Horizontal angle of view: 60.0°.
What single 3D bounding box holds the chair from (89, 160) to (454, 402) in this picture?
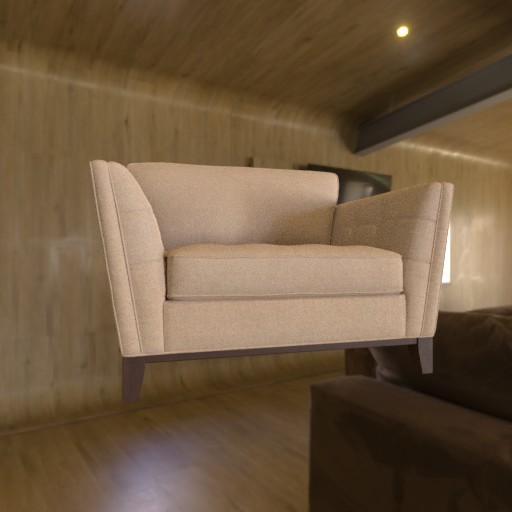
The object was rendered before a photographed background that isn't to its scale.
[{"bbox_3d":[0.000,0.000,2.038,1.397,0.940,0.965,0,0,-18],"label":"chair"}]
